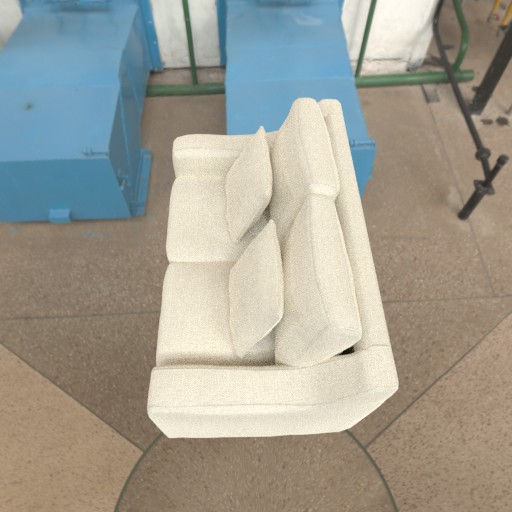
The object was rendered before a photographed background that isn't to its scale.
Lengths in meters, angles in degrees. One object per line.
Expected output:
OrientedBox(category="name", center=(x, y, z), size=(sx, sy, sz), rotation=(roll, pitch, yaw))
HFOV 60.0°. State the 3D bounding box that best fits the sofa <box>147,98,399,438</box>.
OrientedBox(category="sofa", center=(0.000, 0.000, 2.408), size=(1.040, 1.047, 1.744), rotation=(-2, 57, -1))
